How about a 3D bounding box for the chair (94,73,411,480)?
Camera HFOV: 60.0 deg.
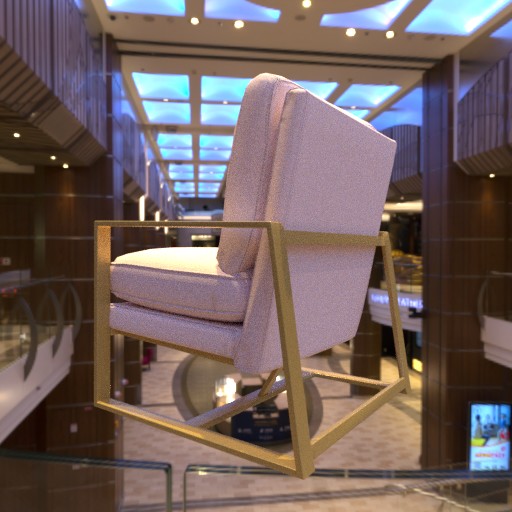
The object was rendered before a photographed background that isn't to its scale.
[{"bbox_3d":[0.000,0.000,1.497,0.813,0.956,0.758,1,1,36],"label":"chair"}]
